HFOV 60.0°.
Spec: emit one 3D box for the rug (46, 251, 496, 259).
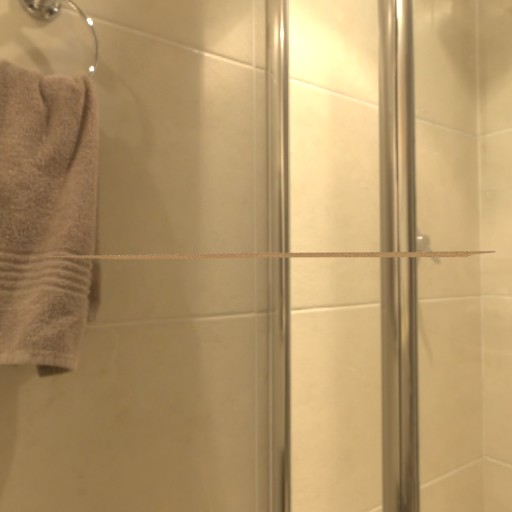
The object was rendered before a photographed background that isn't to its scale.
[{"bbox_3d":[0.000,0.000,2.562,2.346,0.013,0.712,-1,-2,17],"label":"rug"}]
